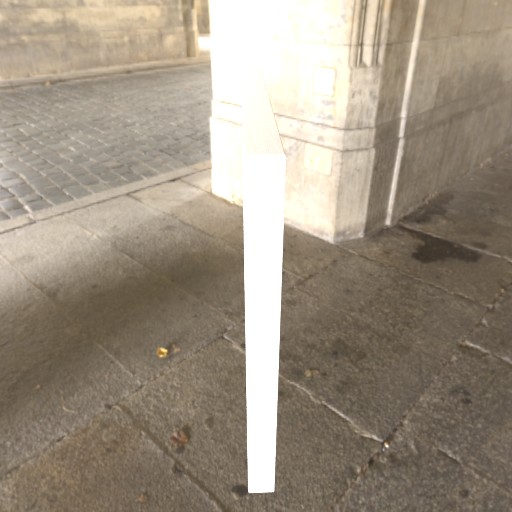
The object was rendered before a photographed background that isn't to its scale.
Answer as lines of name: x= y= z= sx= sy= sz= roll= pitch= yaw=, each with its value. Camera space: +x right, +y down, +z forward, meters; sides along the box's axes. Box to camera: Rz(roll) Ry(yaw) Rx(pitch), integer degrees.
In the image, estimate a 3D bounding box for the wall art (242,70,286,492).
wall art: x=0.000 y=0.000 z=0.739 sx=0.038 sy=0.508 sz=0.508 roll=-1 pitch=31 yaw=-2
